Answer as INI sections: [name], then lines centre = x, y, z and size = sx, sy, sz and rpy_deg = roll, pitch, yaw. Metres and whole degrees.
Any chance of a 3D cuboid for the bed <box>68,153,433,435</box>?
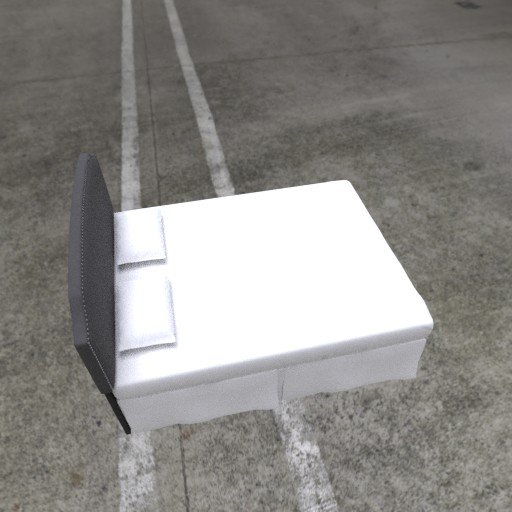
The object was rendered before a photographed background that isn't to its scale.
[bed]
centre = 0.000, 0.000, 2.934
size = 1.999, 1.270, 1.558
rpy_deg = -9, 47, -9
